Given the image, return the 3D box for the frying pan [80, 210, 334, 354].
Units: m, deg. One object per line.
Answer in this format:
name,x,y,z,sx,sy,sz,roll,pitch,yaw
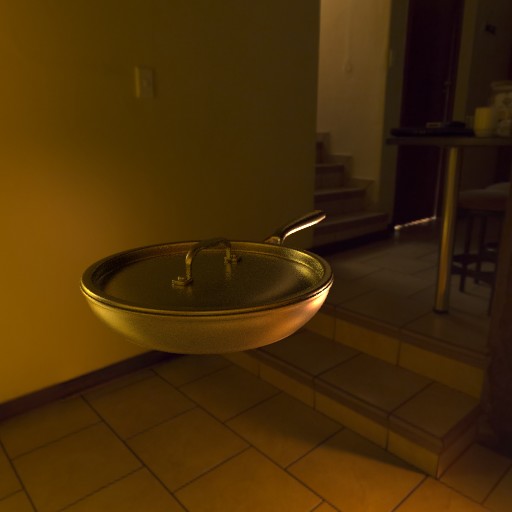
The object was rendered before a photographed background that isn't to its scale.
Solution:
frying pan,0.000,0.000,0.590,0.272,0.086,0.490,8,17,27
